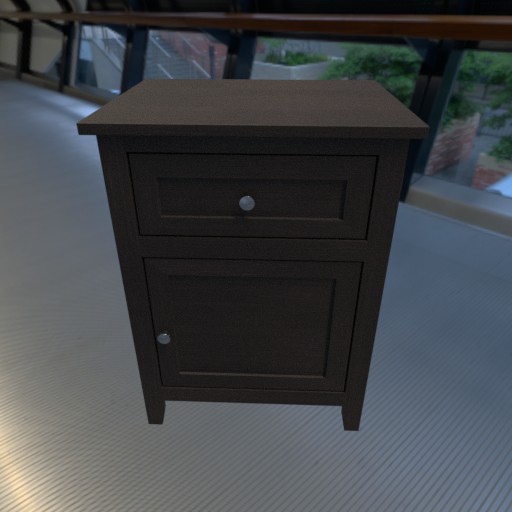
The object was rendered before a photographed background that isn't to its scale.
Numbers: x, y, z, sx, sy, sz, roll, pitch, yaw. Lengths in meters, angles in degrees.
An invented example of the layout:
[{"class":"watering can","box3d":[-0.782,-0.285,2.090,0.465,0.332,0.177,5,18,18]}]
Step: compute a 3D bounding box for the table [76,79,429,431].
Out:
[{"class":"table","box3d":[0.000,0.000,0.925,0.480,0.635,0.381,1,30,2]}]
